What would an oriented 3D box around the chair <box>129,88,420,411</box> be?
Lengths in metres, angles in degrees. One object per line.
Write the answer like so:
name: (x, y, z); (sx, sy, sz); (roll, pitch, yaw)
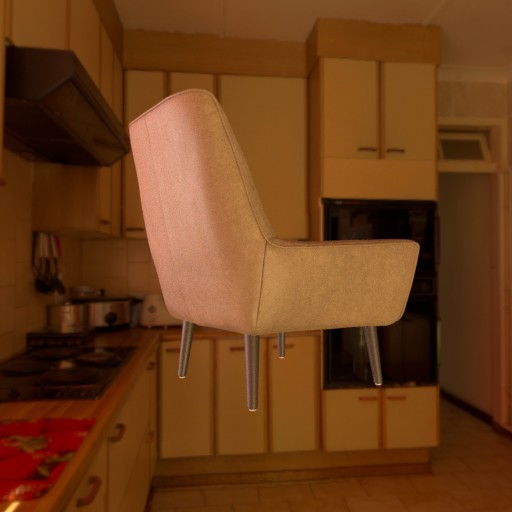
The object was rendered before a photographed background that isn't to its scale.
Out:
chair: (0.000, 0.000, 1.553); (0.824, 0.888, 0.787); (1, -1, -36)
